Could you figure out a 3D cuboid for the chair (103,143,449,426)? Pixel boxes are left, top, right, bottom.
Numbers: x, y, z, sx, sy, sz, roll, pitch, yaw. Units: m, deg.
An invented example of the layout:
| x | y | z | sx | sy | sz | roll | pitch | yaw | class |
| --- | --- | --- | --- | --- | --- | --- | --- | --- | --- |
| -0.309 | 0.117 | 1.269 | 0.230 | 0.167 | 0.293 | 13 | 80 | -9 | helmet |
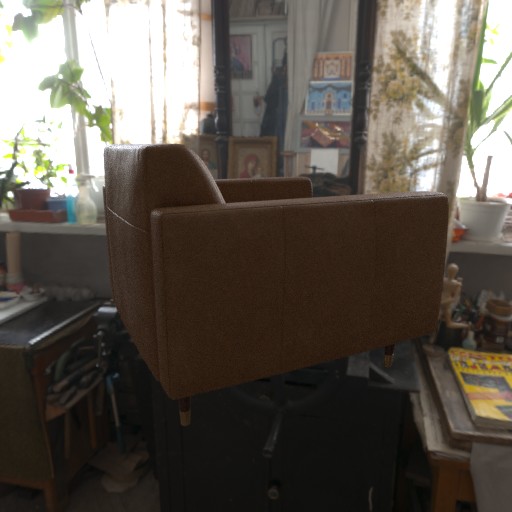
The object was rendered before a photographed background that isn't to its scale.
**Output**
| x | y | z | sx | sy | sz | roll | pitch | yaw | class |
| --- | --- | --- | --- | --- | --- | --- | --- | --- | --- |
| 0.000 | 0.000 | 1.670 | 0.998 | 0.819 | 0.953 | -7 | 16 | -26 | chair |
